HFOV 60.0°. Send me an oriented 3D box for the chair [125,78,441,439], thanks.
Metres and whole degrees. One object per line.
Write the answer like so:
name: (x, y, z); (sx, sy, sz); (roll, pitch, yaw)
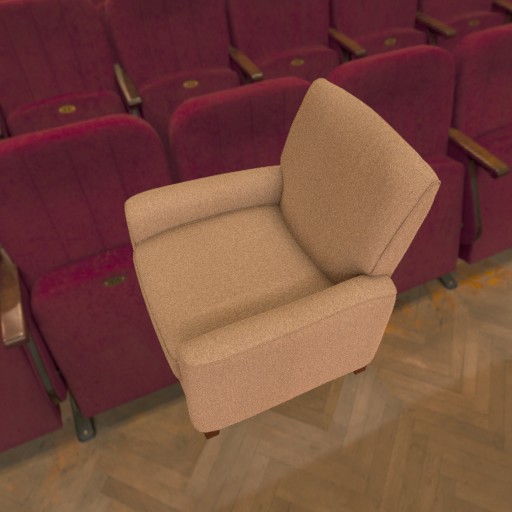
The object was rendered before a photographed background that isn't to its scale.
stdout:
chair: (0.000, 0.000, 1.661); (0.864, 1.014, 0.848); (-18, 50, -16)
